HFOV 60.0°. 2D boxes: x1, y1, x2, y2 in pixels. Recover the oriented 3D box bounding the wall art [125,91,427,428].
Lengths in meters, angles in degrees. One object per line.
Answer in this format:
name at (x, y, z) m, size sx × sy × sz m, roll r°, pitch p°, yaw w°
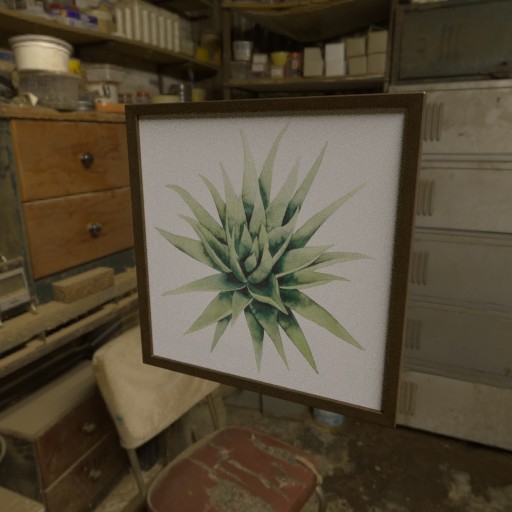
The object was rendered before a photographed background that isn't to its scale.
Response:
wall art at (0.000, 0.000, 0.759) m, size 0.503 × 0.506 × 0.030 m, roll 7°, pitch 16°, yaw 24°
